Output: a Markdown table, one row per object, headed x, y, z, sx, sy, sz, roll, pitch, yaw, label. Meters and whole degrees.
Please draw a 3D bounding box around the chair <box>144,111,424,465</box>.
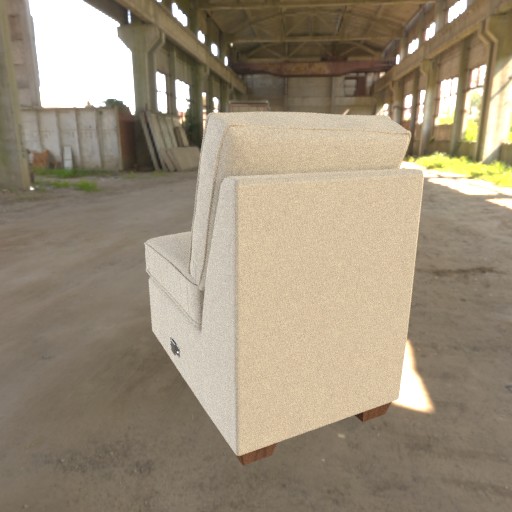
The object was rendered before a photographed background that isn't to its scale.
| x | y | z | sx | sy | sz | roll | pitch | yaw | label |
| --- | --- | --- | --- | --- | --- | --- | --- | --- | --- |
| 0.000 | 0.000 | 1.614 | 0.621 | 0.970 | 0.938 | -8 | 17 | -26 | chair |
